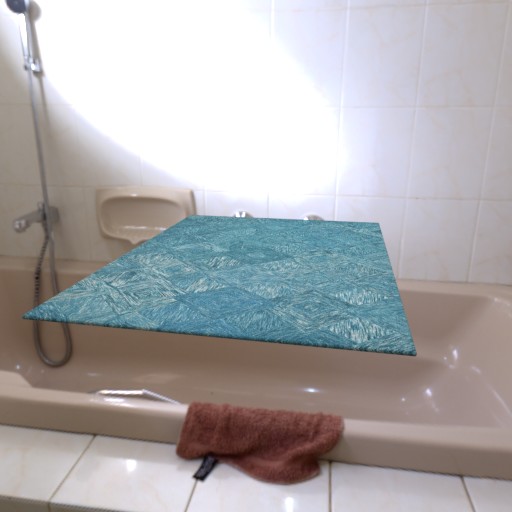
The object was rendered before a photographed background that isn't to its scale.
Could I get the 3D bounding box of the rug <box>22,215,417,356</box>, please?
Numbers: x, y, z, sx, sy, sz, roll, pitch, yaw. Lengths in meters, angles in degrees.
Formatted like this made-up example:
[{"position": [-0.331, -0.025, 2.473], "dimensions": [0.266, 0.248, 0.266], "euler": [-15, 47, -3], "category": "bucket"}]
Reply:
[{"position": [0.000, 0.000, 4.108], "dimensions": [2.405, 0.027, 3.217], "euler": [3, 17, 11], "category": "rug"}]
